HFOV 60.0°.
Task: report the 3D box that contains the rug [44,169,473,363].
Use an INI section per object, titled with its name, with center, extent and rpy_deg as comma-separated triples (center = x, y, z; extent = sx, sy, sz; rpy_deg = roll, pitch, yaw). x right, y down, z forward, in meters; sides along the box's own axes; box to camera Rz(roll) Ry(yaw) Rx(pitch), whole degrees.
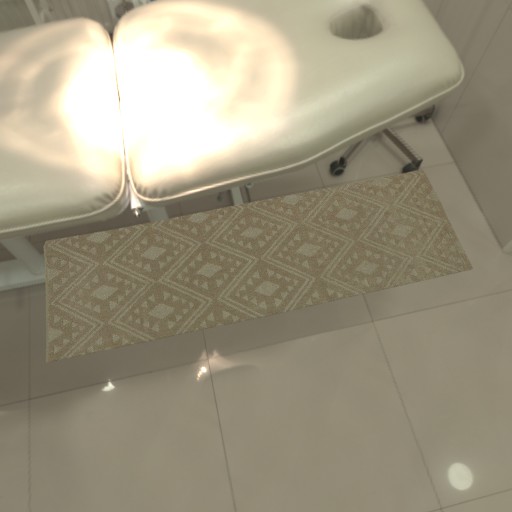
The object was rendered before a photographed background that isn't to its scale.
[rug]
center = 0.000, 0.000, 2.640
extent = 2.452, 0.051, 0.752
rpy_deg = -12, 64, -6
